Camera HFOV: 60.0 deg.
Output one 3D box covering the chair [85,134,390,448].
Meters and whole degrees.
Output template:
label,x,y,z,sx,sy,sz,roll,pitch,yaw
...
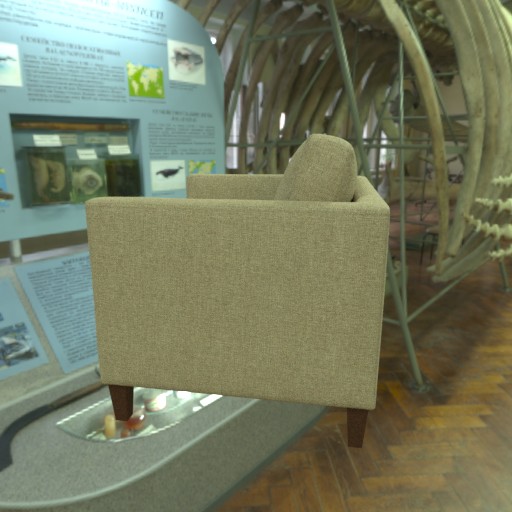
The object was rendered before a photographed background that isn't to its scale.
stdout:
label,x,y,z,sx,sy,sz,roll,pitch,yaw
chair,0.000,0.000,1.867,0.959,0.987,1.107,3,15,9
